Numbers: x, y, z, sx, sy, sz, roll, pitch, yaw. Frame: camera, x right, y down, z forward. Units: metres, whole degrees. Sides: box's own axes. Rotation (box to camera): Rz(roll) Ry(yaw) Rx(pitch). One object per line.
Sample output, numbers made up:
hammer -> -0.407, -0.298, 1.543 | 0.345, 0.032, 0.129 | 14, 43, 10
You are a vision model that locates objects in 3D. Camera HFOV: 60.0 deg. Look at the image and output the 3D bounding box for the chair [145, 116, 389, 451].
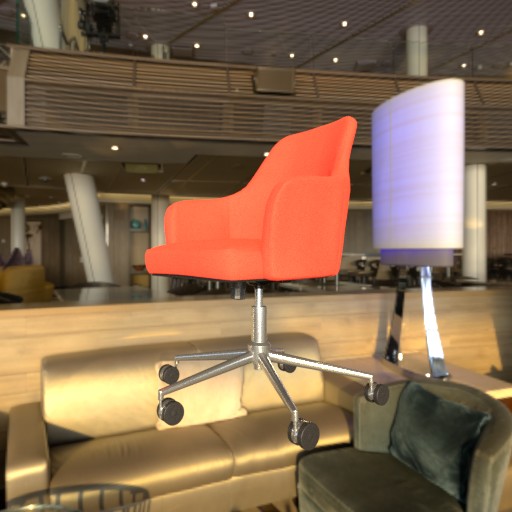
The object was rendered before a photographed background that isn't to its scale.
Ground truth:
chair -> 0.000, 0.000, 1.256 | 0.600, 0.820, 0.655 | 0, 0, -36
